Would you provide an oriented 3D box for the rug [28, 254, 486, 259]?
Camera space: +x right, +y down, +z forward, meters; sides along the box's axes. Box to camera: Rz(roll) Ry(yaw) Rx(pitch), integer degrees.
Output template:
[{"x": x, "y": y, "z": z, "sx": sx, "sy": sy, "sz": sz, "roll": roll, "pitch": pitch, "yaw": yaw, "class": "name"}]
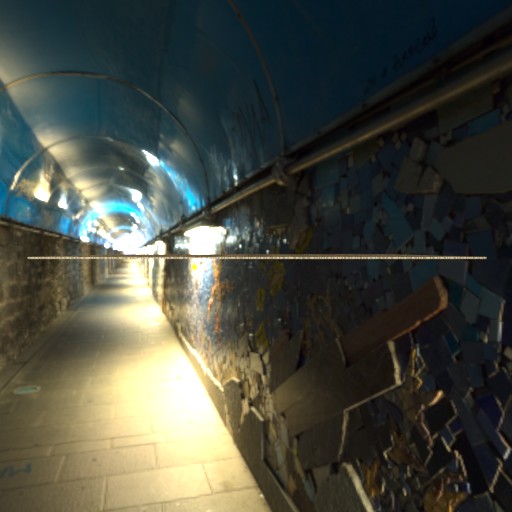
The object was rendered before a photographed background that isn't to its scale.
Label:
[{"x": 0.000, "y": 0.000, "z": 2.947, "sx": 2.284, "sy": 0.008, "sz": 1.522, "roll": 0, "pitch": 1, "yaw": 0, "class": "rug"}]
